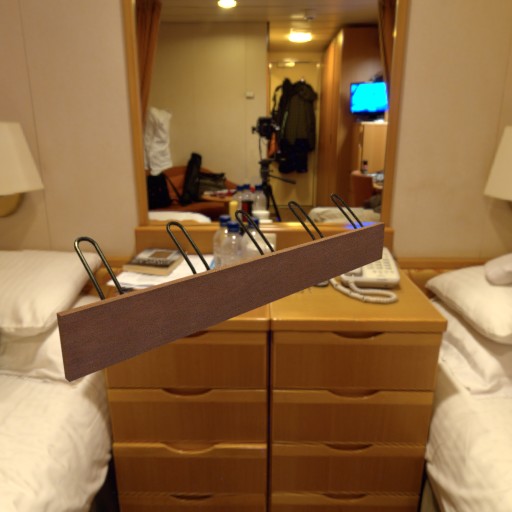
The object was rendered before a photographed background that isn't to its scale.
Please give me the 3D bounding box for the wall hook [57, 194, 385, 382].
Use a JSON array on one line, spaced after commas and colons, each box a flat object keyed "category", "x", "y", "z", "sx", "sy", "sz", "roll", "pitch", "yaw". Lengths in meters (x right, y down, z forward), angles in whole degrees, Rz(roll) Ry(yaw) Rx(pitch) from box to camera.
[{"category": "wall hook", "x": 0.000, "y": 0.000, "z": 0.598, "sx": 0.076, "sy": 0.116, "sz": 0.554, "roll": 15, "pitch": 22, "yaw": 42}]
